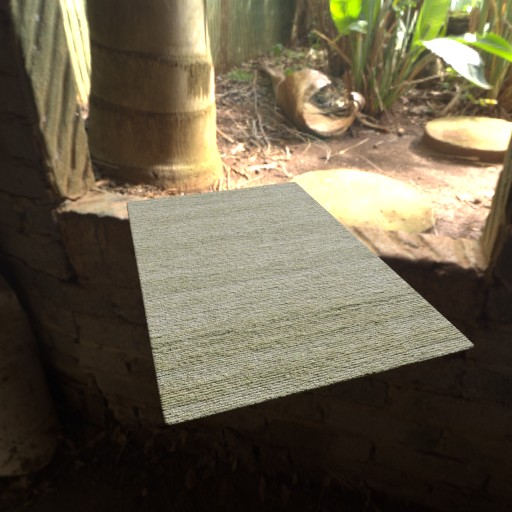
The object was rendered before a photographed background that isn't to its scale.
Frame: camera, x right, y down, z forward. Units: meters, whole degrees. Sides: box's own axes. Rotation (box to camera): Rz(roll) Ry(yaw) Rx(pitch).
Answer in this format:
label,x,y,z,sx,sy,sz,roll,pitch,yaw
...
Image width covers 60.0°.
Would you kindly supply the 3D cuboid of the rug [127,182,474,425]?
label,x,y,z,sx,sy,sz,roll,pitch,yaw
rug,0.000,0.000,2.203,1.143,0.010,1.758,-9,32,-15
